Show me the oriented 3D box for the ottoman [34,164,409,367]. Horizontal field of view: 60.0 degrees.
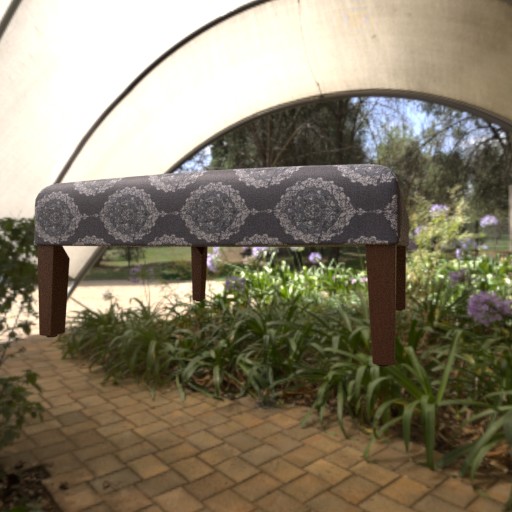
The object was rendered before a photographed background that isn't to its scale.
[{"bbox_3d":[0.000,0.000,1.387,0.890,0.409,0.889,0,1,20],"label":"ottoman"}]
